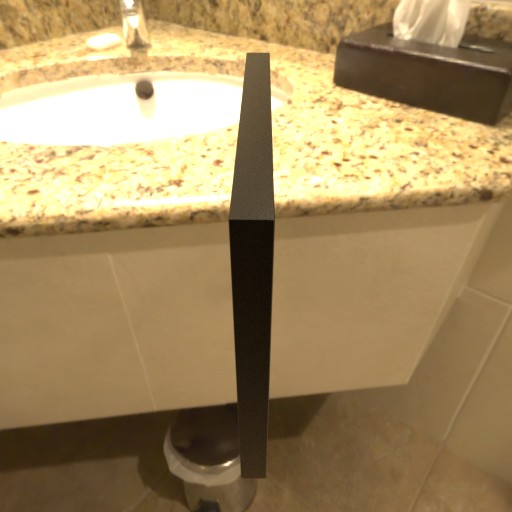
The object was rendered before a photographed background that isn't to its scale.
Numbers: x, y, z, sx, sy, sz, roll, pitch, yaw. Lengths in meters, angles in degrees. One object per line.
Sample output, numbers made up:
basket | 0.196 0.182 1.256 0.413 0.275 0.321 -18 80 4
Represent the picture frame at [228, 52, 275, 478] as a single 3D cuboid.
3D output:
picture frame | 0.000 0.000 0.520 0.029 0.353 0.355 1 40 1
